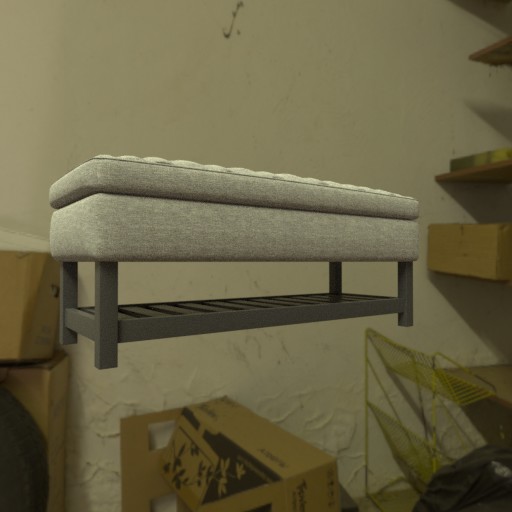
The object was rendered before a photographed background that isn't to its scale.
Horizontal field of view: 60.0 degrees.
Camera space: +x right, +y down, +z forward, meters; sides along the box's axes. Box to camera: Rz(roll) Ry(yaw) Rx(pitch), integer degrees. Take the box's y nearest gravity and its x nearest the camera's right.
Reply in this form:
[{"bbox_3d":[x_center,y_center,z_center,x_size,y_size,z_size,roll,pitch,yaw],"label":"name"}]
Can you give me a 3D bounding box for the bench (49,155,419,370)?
[{"bbox_3d":[0.000,0.000,1.347,1.100,0.470,0.429,0,-1,-36],"label":"bench"}]
